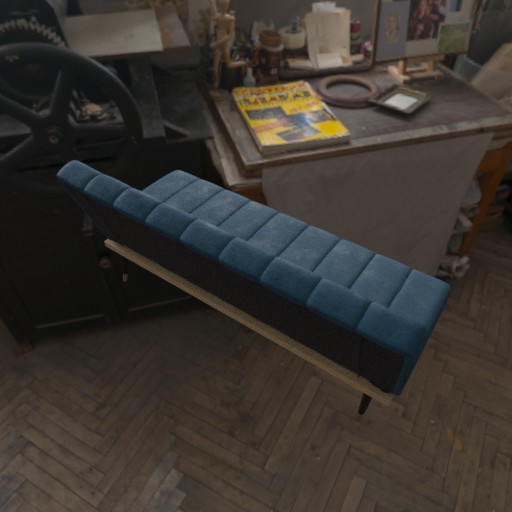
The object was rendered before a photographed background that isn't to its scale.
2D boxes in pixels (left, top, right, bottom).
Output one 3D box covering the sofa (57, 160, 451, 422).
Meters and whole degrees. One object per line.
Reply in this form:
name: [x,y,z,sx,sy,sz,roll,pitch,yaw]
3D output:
sofa: [0.000,0.000,2.287,1.810,0.825,0.830,26,50,24]
